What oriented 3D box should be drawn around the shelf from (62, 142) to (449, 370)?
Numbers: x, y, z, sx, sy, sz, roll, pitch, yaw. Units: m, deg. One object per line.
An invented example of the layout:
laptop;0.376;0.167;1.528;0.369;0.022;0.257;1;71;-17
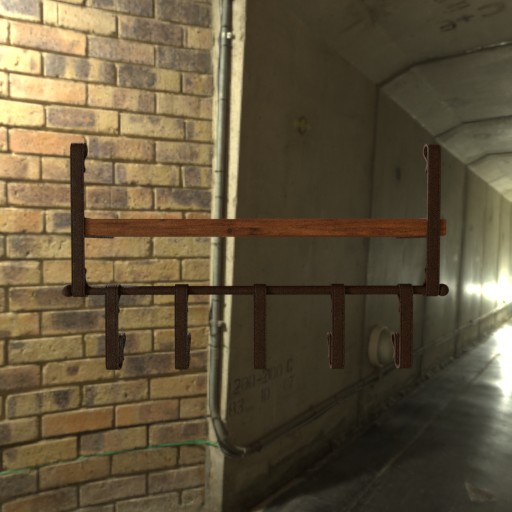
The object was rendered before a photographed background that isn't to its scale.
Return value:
shelf;0.000;0.000;0.711;0.567;0.330;0.146;0;2;-1
